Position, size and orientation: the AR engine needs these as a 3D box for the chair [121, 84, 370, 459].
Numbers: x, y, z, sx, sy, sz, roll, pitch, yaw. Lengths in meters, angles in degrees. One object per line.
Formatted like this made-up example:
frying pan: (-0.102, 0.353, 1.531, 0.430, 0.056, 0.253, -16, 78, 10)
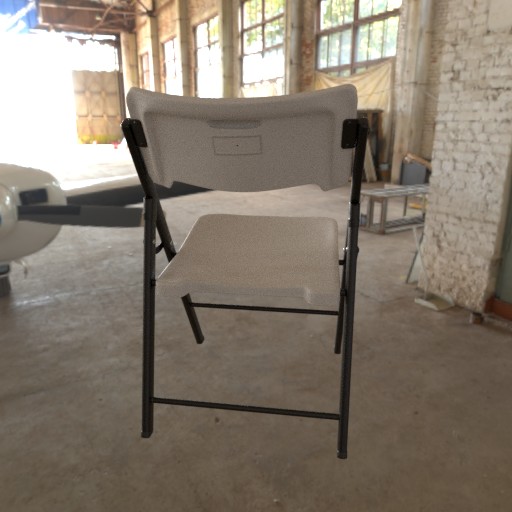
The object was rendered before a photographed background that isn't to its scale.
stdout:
chair: (0.000, 0.000, 1.112, 0.482, 0.765, 0.577, 2, 17, 8)
